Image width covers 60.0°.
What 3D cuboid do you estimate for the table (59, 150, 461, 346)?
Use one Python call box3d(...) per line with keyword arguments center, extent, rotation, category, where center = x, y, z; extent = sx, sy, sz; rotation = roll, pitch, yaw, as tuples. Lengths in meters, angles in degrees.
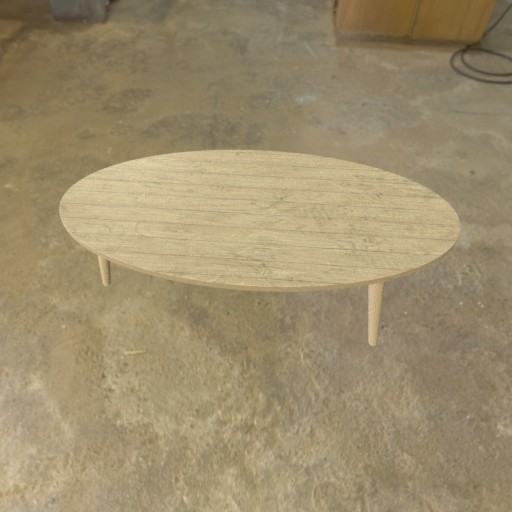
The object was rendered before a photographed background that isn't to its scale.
box3d(center=(0.000, 0.000, 1.350), extent=(1.083, 0.390, 0.542), rotation=(4, 48, 3), category="table")
